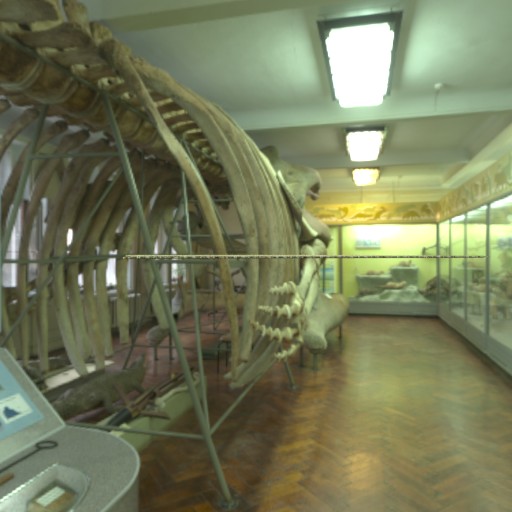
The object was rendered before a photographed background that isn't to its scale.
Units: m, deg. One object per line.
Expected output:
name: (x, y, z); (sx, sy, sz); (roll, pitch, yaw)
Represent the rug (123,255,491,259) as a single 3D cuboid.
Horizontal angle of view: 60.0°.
rug: (0.000, 0.000, 4.281); (2.431, 0.017, 3.291); (0, 0, -16)
